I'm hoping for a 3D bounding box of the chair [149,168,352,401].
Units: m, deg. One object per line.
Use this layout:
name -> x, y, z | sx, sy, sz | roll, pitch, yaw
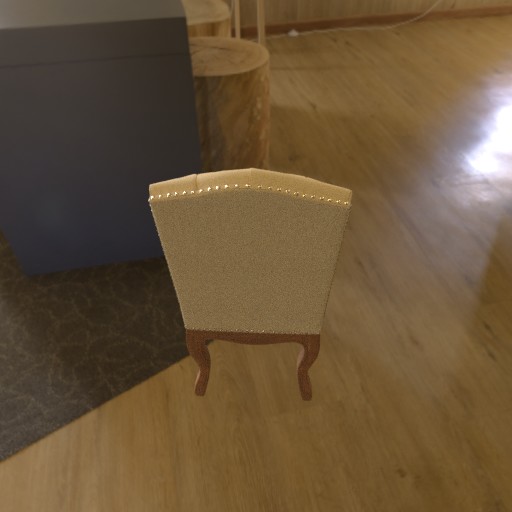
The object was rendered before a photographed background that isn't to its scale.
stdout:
chair -> 0.000, 0.000, 1.615 | 0.623, 1.165, 0.715 | 2, 46, 2
